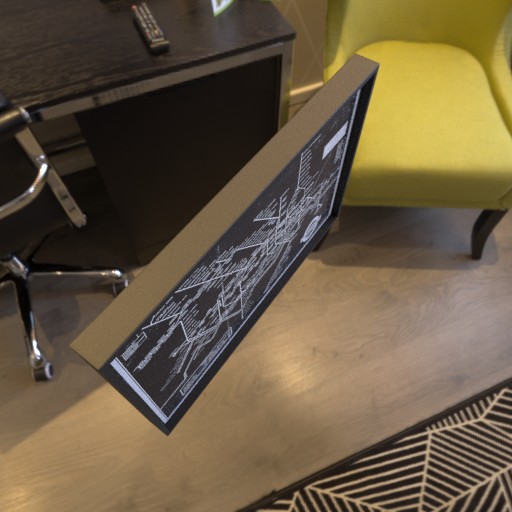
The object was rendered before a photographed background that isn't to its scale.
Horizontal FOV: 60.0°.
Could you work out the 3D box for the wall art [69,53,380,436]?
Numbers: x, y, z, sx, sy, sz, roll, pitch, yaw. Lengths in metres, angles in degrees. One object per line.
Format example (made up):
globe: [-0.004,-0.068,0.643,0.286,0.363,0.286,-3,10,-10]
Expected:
wall art: [0.000,0.000,0.840,0.051,0.456,0.671,32,64,18]
